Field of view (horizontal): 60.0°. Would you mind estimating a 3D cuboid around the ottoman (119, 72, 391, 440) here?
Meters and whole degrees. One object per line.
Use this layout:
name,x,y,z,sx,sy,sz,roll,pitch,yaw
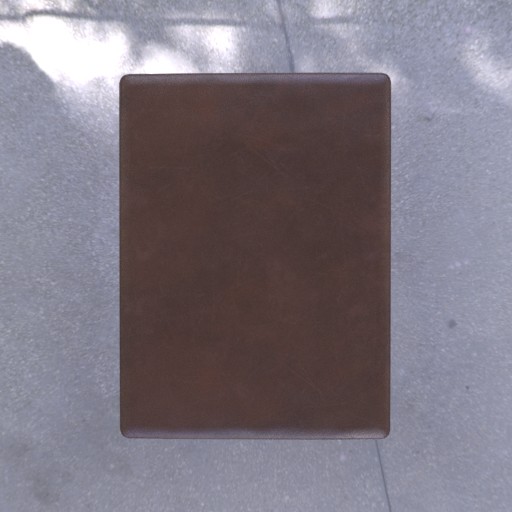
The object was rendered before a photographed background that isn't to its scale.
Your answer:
ottoman,0.000,0.000,1.166,0.588,0.509,0.795,0,91,1
